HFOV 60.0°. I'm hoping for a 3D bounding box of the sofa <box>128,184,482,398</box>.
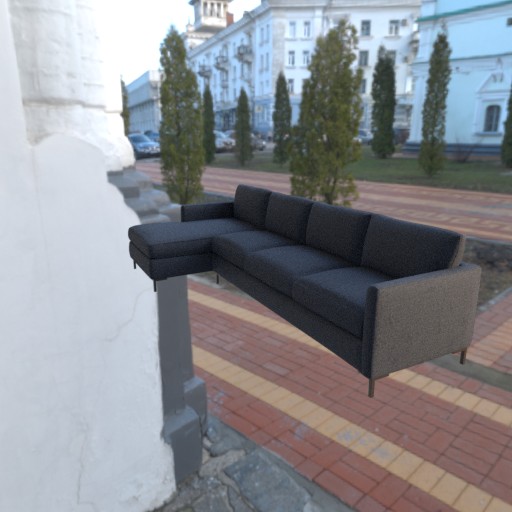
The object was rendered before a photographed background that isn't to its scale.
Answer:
[{"bbox_3d":[0.000,0.000,2.873,1.125,0.673,2.445,-8,18,-27],"label":"sofa"}]
